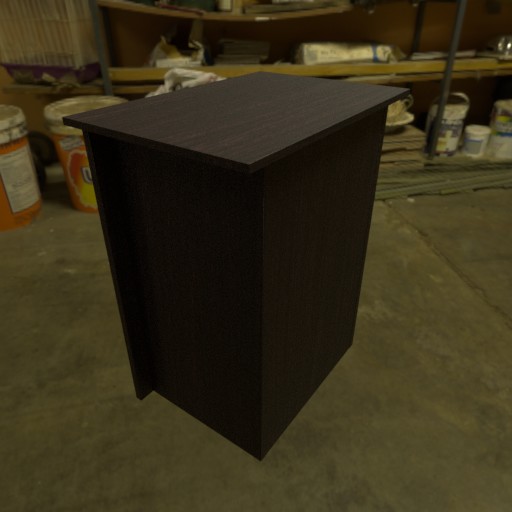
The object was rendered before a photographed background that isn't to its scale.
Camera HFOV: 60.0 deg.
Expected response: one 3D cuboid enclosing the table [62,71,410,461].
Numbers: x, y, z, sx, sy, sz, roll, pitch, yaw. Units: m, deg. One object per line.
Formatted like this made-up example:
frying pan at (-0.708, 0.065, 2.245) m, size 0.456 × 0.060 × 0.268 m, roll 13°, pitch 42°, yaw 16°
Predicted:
table at (0.000, 0.000, 1.054) m, size 0.406 × 0.711 × 0.591 m, roll 21°, pitch 37°, yaw 30°
